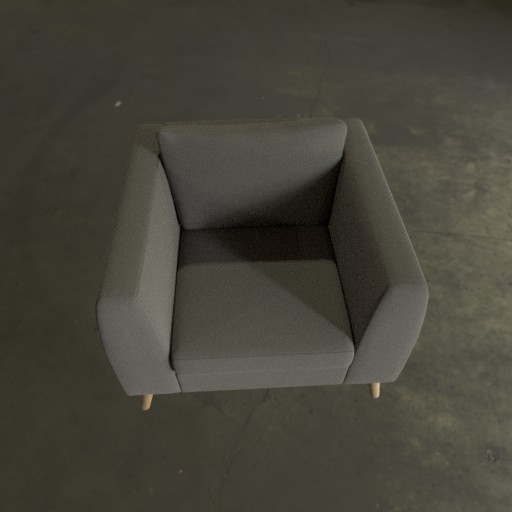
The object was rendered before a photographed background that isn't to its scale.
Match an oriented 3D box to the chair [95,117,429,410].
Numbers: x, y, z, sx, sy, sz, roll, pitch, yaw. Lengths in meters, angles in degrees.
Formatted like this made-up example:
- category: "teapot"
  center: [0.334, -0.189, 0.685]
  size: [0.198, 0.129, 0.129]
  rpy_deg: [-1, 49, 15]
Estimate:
- category: "chair"
  center: [0.000, 0.000, 1.729]
  size: [1.000, 0.860, 0.930]
  rpy_deg: [-2, 48, -2]
